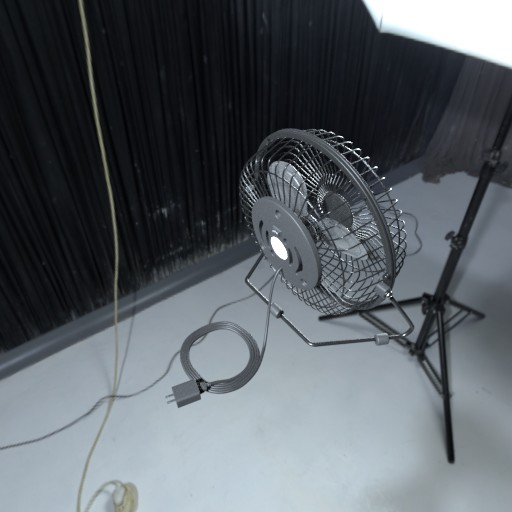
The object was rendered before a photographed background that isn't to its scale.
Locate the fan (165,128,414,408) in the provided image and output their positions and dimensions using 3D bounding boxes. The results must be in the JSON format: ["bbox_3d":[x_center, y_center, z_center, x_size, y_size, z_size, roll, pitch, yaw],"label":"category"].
[{"bbox_3d":[0.000,0.000,0.385,0.227,0.188,0.209,-26,48,-26],"label":"fan"}]
